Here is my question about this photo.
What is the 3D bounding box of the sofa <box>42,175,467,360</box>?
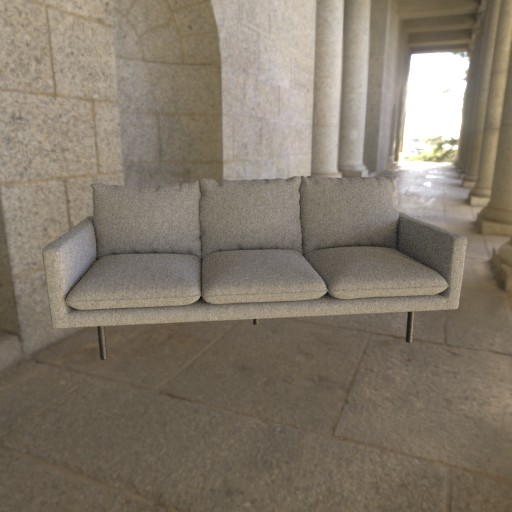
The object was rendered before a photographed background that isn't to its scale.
[{"bbox_3d":[0.000,0.000,2.474,2.000,0.830,0.850,-2,15,-7],"label":"sofa"}]
